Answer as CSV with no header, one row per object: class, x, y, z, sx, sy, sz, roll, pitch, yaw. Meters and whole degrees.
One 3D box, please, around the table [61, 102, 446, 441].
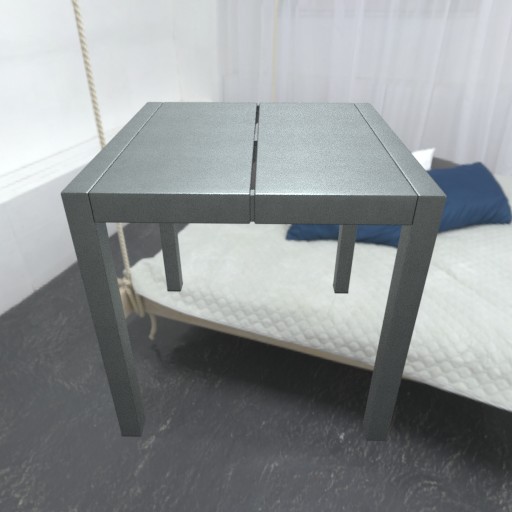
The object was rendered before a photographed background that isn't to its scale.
table,0.000,0.000,0.927,0.508,0.508,0.508,1,32,1
